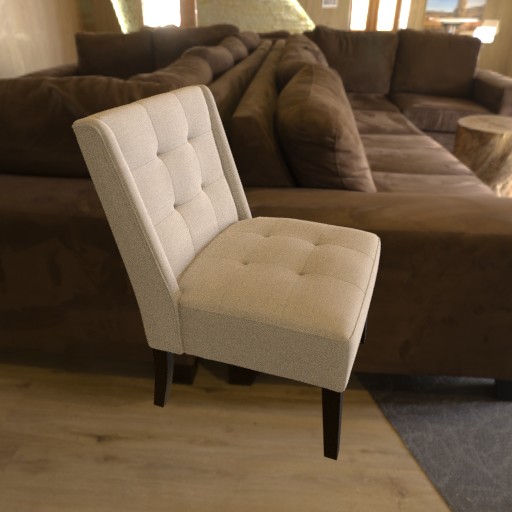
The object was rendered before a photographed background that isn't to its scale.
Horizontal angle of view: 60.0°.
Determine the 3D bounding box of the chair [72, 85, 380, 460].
[{"bbox_3d":[0.000,0.000,1.292,0.676,0.853,0.569,10,31,18],"label":"chair"}]
